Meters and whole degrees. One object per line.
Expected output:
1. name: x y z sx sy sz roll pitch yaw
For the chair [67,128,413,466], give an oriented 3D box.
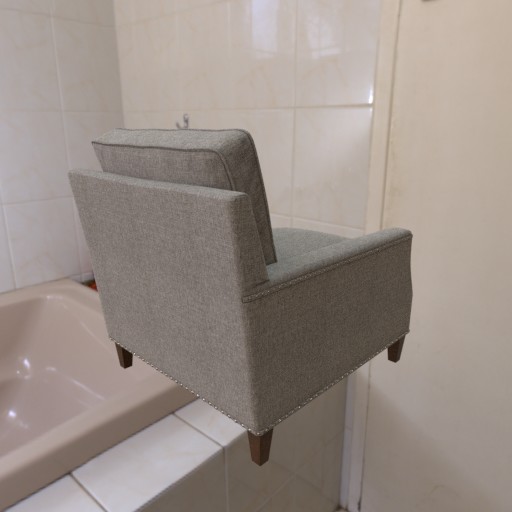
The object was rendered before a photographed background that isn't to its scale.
1. chair: 0.000 0.000 1.687 0.853 0.943 1.014 16 23 42
